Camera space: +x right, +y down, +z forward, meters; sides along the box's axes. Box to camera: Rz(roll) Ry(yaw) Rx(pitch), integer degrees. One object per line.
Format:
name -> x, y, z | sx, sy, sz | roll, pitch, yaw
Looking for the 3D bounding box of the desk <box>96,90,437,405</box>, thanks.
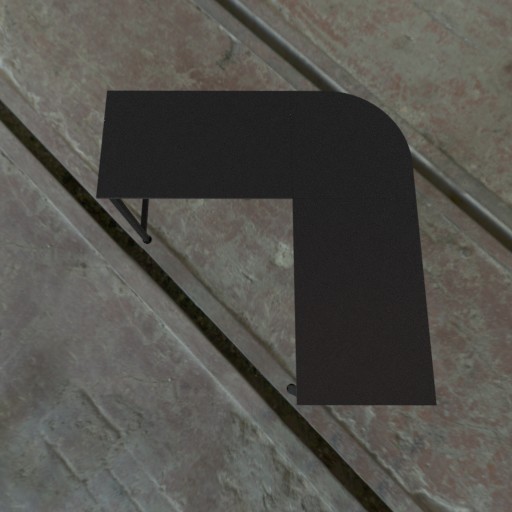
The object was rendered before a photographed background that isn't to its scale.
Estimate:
desk -> 0.000, 0.000, 2.263 | 1.400, 0.762, 1.400 | 0, 75, 0
